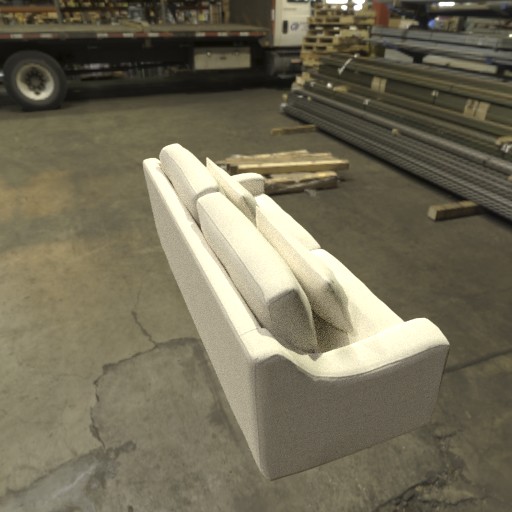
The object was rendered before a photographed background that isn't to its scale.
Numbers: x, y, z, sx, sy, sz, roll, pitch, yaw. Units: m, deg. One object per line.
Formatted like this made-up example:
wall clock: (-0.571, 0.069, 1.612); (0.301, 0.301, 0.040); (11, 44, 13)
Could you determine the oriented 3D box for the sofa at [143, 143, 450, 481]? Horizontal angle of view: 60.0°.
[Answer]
sofa: (0.000, 0.000, 2.896); (1.009, 1.022, 2.470); (-11, 32, -18)
